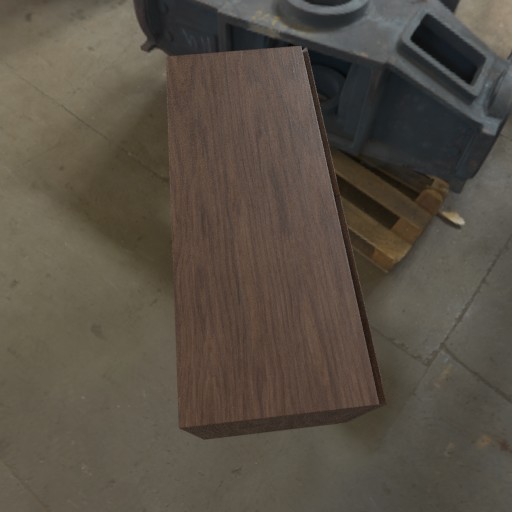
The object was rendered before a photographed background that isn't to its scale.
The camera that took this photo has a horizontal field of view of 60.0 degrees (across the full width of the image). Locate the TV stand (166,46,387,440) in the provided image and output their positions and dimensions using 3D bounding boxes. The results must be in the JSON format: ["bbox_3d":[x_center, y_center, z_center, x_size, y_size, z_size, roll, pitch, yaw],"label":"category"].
[{"bbox_3d":[0.000,0.000,1.355,0.405,0.660,0.990,-6,65,-3],"label":"TV stand"}]
